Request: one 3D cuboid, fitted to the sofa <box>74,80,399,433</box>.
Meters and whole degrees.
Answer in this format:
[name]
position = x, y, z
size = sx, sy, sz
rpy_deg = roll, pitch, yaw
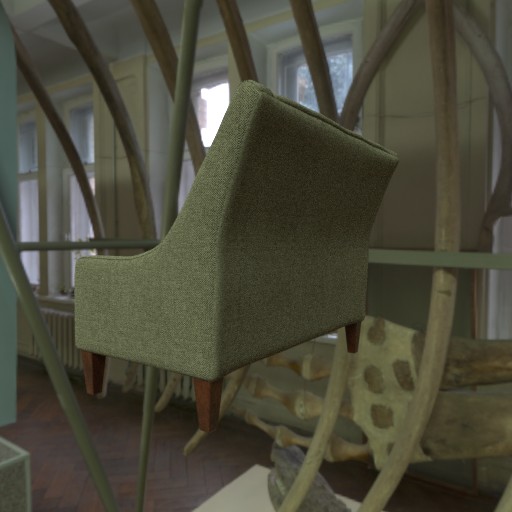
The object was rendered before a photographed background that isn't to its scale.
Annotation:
[sofa]
position = 0.000, 0.000, 1.927
size = 0.870, 1.021, 1.242
rpy_deg = 2, 3, 35
